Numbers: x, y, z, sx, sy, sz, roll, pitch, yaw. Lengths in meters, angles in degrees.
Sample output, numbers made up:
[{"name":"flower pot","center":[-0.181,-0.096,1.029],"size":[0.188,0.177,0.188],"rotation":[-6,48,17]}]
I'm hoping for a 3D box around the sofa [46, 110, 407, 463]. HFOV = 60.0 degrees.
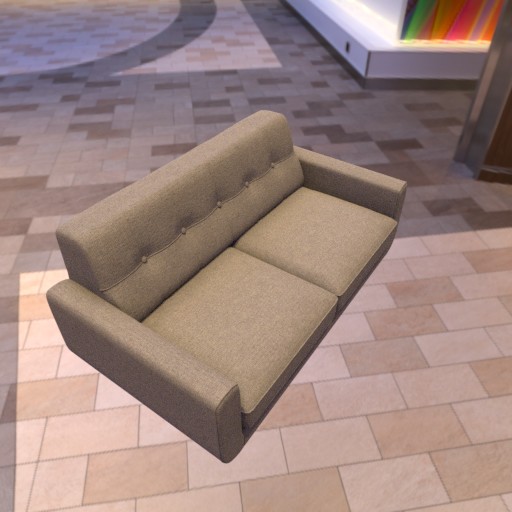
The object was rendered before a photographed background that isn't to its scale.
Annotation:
[{"name":"sofa","center":[0.000,0.000,2.141],"size":[0.909,0.841,1.631],"rotation":[24,46,26]}]
